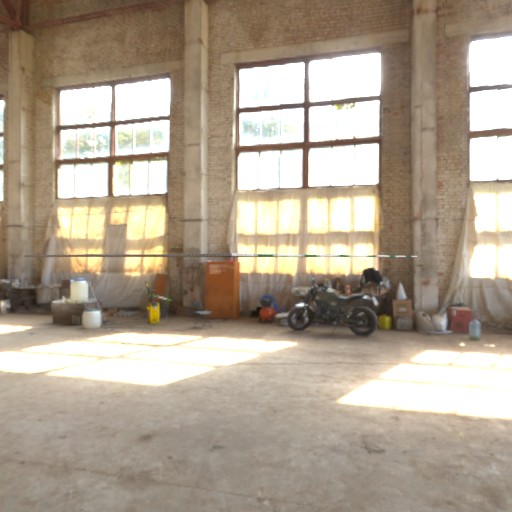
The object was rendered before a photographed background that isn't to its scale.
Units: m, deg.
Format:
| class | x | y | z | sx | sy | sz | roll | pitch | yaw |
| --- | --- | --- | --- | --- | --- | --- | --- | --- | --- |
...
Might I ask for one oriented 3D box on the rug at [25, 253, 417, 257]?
| class | x | y | z | sx | sy | sz | roll | pitch | yaw |
| --- | --- | --- | --- | --- | --- | --- | --- | --- | --- |
| rug | 0.000 | 0.000 | 3.084 | 1.521 | 0.015 | 2.436 | 0 | 0 | 36 |
